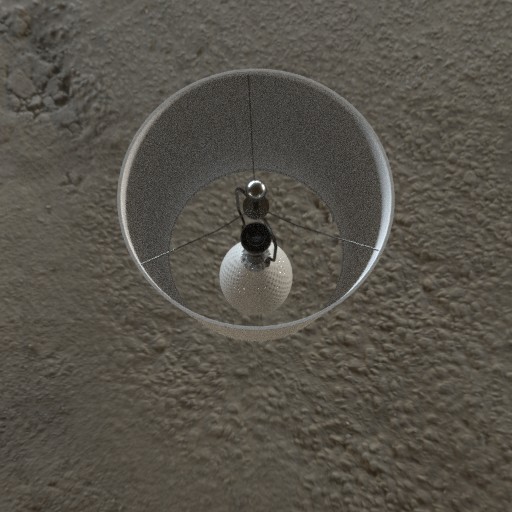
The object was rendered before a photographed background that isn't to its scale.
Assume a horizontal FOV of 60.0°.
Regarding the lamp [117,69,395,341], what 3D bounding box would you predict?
[{"bbox_3d":[0.000,0.000,0.563,0.214,0.466,0.214,-33,79,-7],"label":"lamp"}]
